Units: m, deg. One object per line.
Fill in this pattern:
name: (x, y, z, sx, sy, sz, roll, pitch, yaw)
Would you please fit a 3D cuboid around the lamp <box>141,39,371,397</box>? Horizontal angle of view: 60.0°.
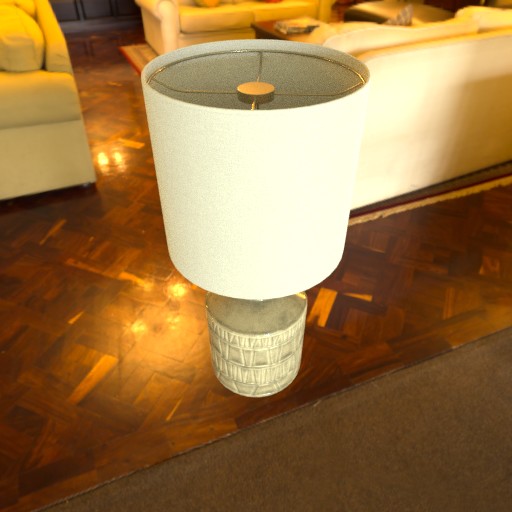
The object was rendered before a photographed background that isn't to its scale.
lamp: (0.000, 0.000, 0.558, 0.211, 0.455, 0.211, 11, 41, 14)
